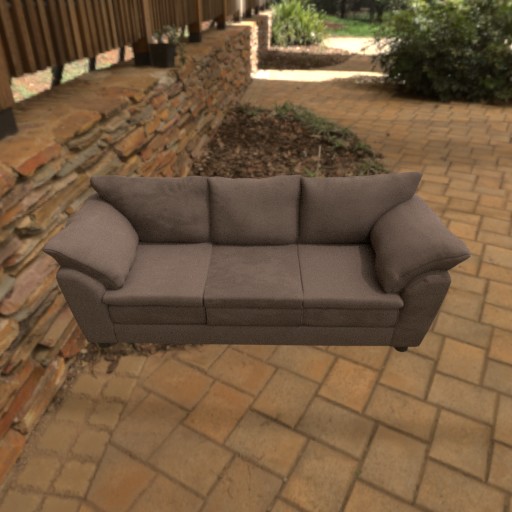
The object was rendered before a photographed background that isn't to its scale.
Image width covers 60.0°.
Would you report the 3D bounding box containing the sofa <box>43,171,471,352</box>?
[{"bbox_3d":[0.000,0.000,2.921,2.377,0.981,0.893,1,32,1],"label":"sofa"}]
